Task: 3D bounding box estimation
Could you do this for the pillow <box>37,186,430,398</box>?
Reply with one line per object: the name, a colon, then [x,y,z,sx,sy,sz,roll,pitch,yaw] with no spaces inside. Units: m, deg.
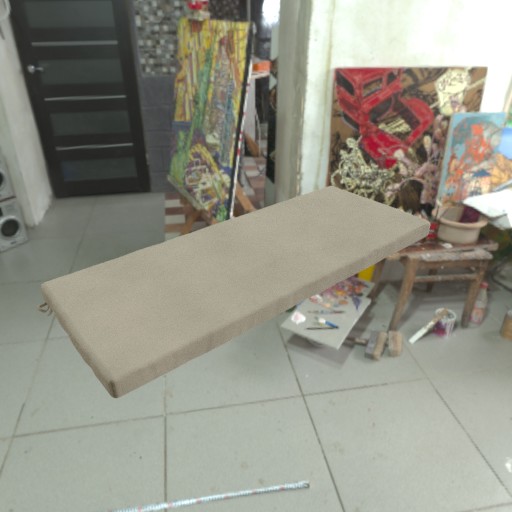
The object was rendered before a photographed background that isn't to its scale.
pillow: [0.000,0.000,1.355,1.187,0.081,0.492,-22,37,-34]
